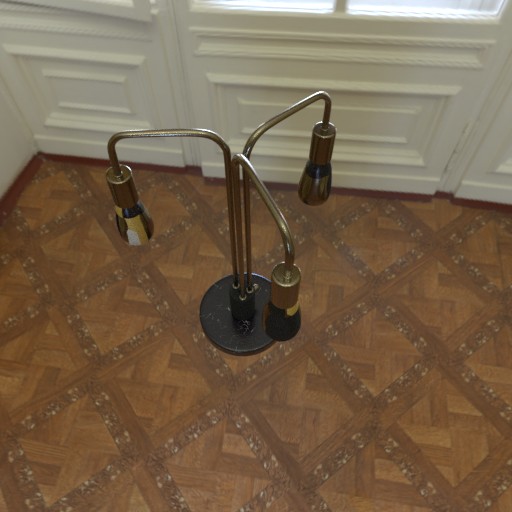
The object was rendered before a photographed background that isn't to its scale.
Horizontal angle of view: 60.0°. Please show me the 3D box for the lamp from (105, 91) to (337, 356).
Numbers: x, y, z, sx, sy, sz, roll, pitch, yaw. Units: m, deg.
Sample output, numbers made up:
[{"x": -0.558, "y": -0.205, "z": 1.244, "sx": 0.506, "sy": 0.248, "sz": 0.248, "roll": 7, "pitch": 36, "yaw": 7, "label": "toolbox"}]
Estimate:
[{"x": 0.000, "y": 0.000, "z": 0.820, "sx": 0.368, "sy": 0.560, "sz": 0.355, "roll": -33, "pitch": 63, "yaw": -19, "label": "lamp"}]
